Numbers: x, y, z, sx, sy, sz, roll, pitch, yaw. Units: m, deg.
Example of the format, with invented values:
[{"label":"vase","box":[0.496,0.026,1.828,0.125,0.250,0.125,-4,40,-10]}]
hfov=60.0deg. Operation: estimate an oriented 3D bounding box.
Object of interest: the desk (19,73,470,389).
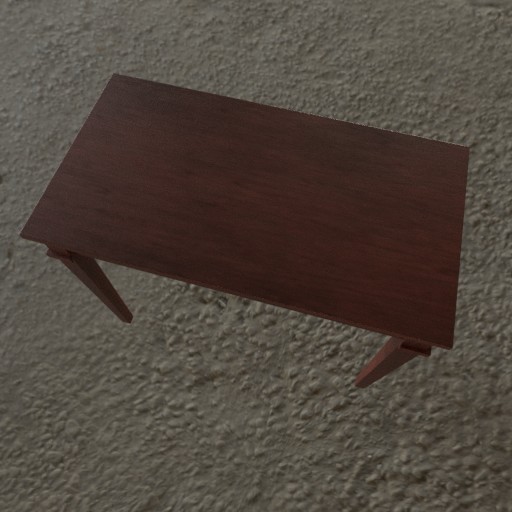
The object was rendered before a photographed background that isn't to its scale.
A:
[{"label":"desk","box":[0.000,0.000,1.436,1.001,0.762,0.549,14,65,7]}]
